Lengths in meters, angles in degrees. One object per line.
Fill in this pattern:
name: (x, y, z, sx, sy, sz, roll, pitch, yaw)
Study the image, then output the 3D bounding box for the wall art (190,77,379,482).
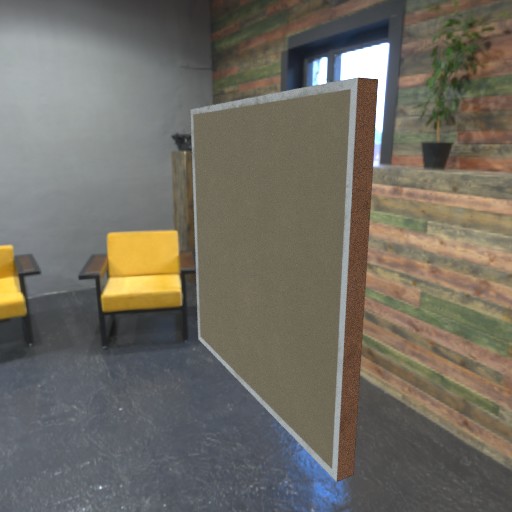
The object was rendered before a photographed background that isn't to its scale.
wall art: (0.000, 0.000, 0.753, 0.029, 0.506, 0.508, -7, 16, -27)
